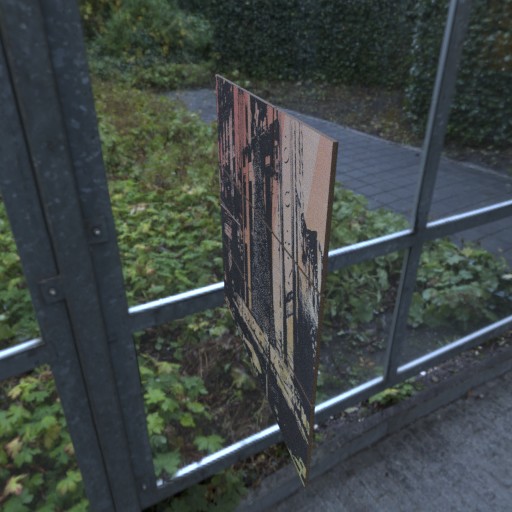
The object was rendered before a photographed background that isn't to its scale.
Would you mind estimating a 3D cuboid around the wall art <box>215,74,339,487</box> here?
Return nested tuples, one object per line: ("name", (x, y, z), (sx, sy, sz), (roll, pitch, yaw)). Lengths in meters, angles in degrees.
("wall art", (0.000, 0.000, 1.773), (0.013, 1.216, 1.216), (-8, 30, -15))
